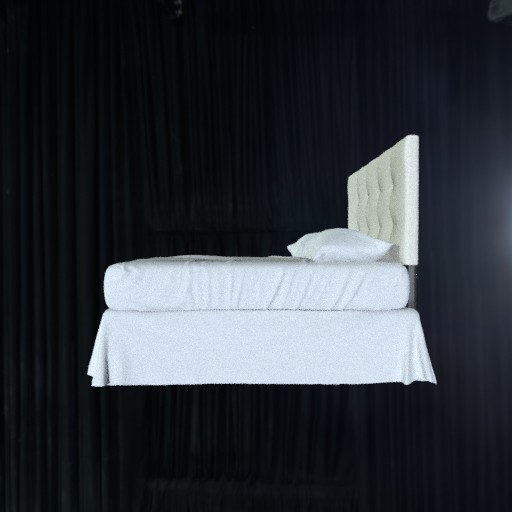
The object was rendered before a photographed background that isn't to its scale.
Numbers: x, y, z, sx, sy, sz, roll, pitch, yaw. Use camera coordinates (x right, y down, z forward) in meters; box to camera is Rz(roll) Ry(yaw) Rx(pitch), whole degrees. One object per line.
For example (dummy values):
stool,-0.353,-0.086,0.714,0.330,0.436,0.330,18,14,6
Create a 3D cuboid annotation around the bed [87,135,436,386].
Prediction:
bed,0.000,0.000,3.612,2.222,1.577,1.936,0,1,-1
